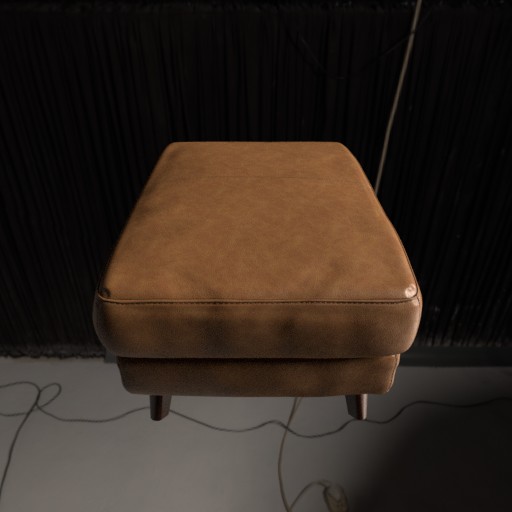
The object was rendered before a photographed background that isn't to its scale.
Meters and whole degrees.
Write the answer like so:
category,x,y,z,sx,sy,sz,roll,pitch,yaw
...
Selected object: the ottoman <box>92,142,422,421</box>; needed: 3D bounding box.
category,x,y,z,sx,sy,sz,roll,pitch,yaw
ottoman,0.000,0.000,1.214,0.630,0.461,0.869,0,33,0
